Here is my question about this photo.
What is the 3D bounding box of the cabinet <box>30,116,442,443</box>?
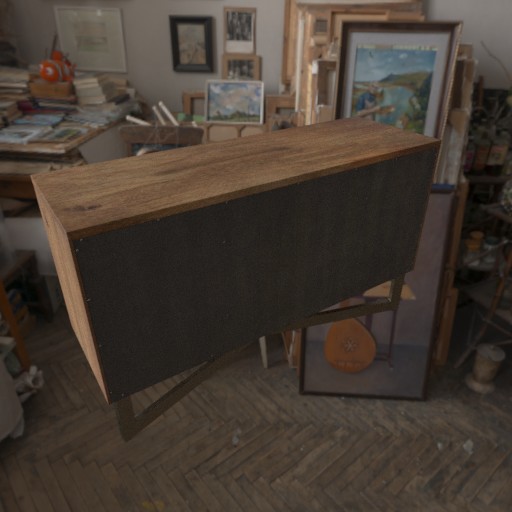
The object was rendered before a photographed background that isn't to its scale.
[{"bbox_3d":[0.000,0.000,1.736,1.373,0.812,0.480,-19,35,-28],"label":"cabinet"}]
